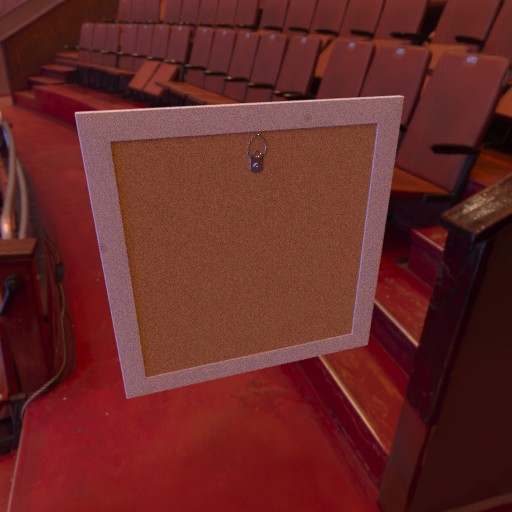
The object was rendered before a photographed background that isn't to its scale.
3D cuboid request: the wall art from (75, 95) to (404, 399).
[{"bbox_3d":[0.000,0.000,0.878,0.572,0.577,0.015,-9,29,-16],"label":"wall art"}]
